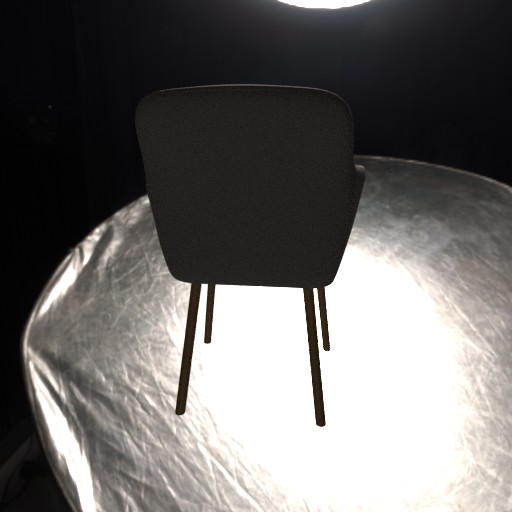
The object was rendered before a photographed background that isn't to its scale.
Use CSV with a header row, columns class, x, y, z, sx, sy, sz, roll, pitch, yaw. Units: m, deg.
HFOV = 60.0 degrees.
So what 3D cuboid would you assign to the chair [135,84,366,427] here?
class,x,y,z,sx,sy,sz,roll,pitch,yaw
chair,0.000,0.000,1.215,0.570,0.830,0.590,2,16,7
